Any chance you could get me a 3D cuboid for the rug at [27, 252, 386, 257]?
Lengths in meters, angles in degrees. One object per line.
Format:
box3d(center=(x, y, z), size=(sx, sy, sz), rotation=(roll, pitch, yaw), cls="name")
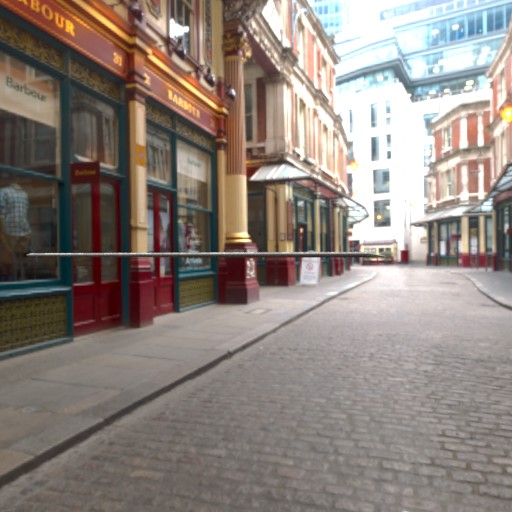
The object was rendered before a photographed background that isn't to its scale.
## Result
box3d(center=(0.000, 0.000, 2.908), size=(1.578, 0.014, 2.206), rotation=(0, 0, 18), cls="rug")
